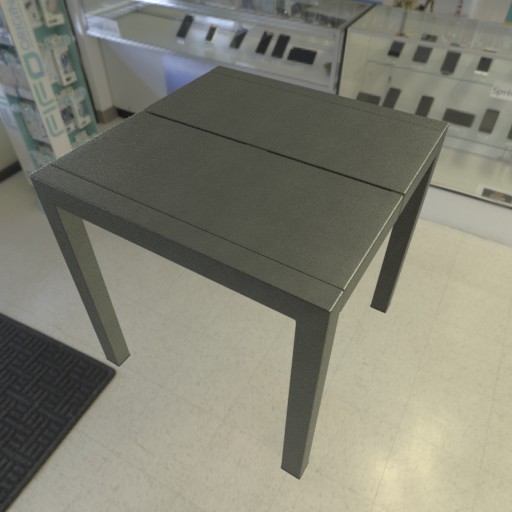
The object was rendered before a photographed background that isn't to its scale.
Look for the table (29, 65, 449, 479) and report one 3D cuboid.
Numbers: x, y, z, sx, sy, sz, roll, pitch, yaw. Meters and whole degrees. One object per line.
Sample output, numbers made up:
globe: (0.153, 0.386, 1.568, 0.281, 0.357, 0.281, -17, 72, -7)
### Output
table: (0.000, 0.000, 0.914, 0.508, 0.508, 0.508, 23, 49, 22)
